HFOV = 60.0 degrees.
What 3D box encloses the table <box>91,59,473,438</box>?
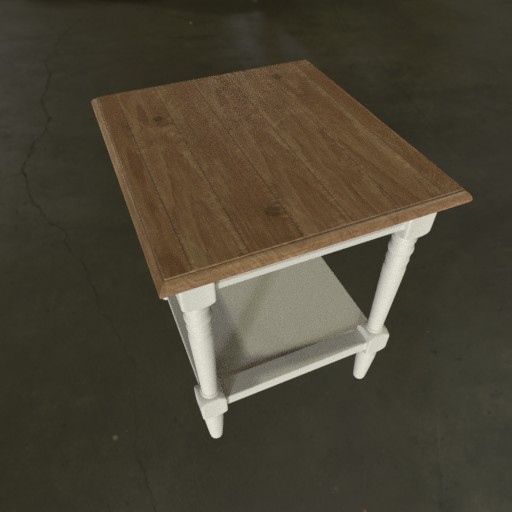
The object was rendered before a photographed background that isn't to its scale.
[{"bbox_3d":[0.000,0.000,0.926,0.457,0.561,0.508,-17,48,-16],"label":"table"}]
